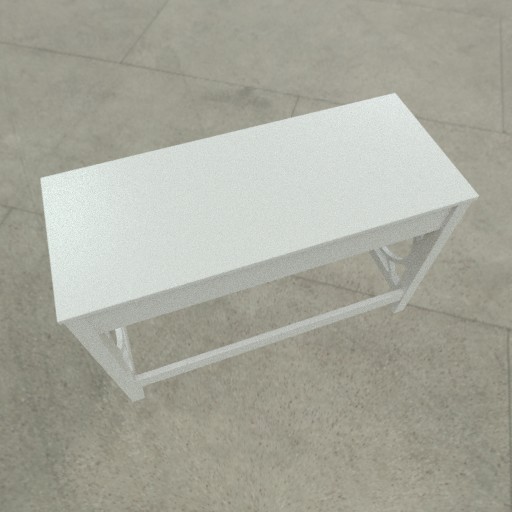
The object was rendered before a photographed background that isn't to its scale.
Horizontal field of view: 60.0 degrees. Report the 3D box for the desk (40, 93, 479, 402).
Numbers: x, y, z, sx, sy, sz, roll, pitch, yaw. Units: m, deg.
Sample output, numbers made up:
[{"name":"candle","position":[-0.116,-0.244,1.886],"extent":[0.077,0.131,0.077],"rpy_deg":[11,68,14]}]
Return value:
[{"name":"desk","position":[0.000,0.000,1.620],"extent":[1.191,0.762,0.504],"rpy_deg":[-16,59,-10]}]
